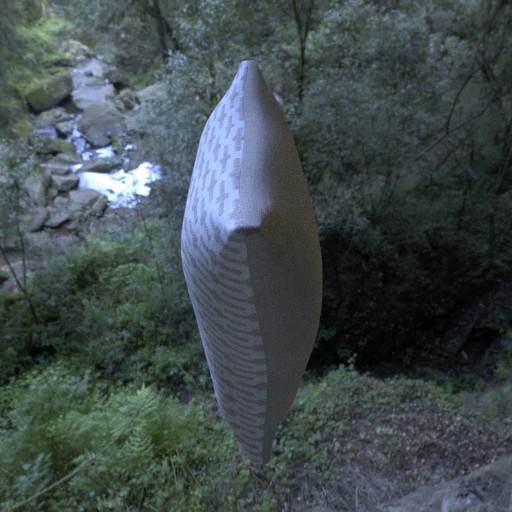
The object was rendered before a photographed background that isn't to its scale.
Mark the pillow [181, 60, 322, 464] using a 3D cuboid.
[{"bbox_3d":[0.000,0.000,0.755,0.219,0.491,0.496,0,41,0],"label":"pillow"}]
